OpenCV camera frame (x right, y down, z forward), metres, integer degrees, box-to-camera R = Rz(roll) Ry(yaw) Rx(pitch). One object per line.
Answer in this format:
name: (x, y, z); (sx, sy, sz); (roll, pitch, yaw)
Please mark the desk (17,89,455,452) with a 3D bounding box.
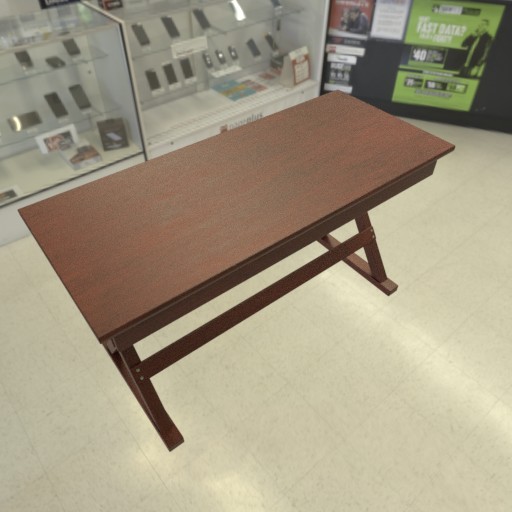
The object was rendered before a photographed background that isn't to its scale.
desk: (0.000, 0.000, 1.743); (1.372, 0.761, 0.600); (-29, 51, -26)
